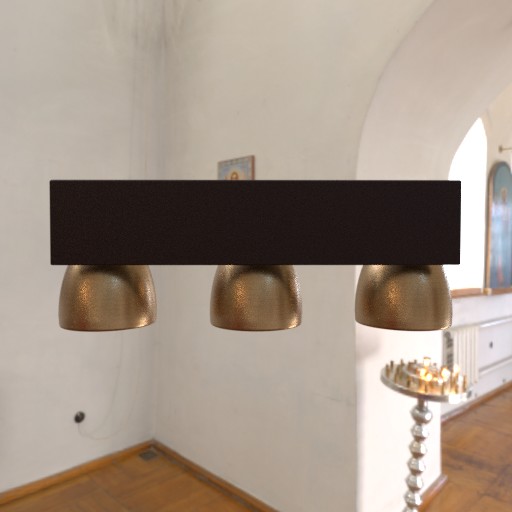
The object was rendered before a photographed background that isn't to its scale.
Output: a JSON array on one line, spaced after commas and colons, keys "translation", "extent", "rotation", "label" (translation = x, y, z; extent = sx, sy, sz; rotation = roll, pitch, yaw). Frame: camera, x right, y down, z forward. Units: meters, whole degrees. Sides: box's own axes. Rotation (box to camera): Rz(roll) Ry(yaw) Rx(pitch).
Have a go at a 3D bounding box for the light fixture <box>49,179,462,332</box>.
[{"translation": [0.000, 0.000, 0.662], "extent": [0.582, 0.204, 0.157], "rotation": [0, 1, 0], "label": "light fixture"}]
